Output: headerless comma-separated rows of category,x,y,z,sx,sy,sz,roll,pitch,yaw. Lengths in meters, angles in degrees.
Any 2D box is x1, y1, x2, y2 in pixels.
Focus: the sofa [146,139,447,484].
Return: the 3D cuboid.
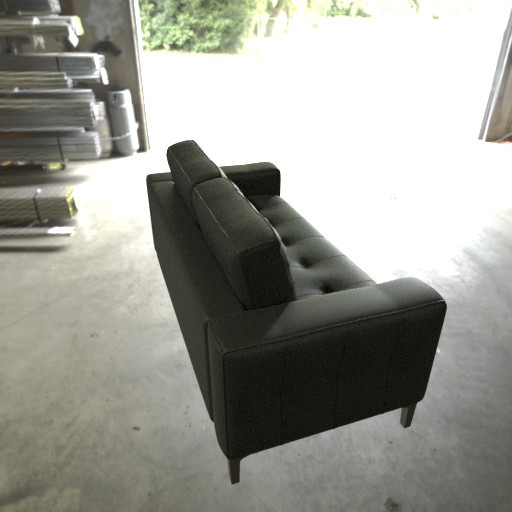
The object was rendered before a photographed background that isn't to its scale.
sofa,0.000,0.000,2.178,0.833,0.893,1.726,-10,31,-17
